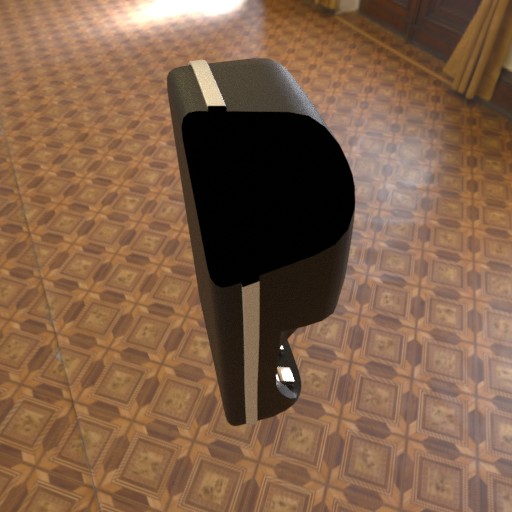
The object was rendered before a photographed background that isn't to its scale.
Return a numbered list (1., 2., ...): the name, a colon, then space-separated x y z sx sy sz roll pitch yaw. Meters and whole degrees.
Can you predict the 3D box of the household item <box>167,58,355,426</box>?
1. household item: 0.000 0.000 0.146 0.038 0.114 0.070 -11 48 -10
